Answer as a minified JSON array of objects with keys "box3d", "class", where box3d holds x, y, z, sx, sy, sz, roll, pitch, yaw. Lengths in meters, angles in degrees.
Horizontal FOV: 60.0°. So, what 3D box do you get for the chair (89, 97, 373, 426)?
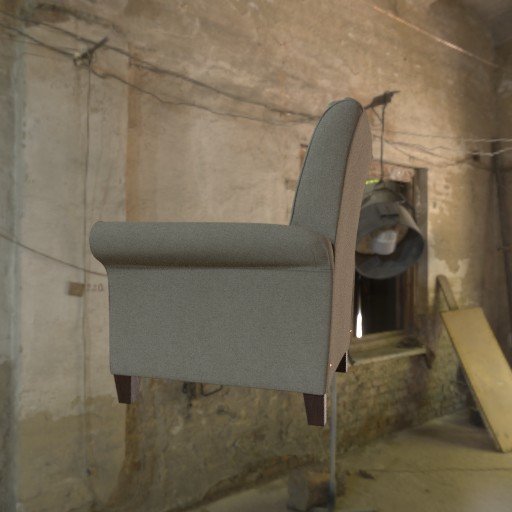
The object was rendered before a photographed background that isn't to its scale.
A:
[{"box3d":[0.000,0.000,1.814,0.905,1.061,0.978,0,0,17],"class":"chair"}]
